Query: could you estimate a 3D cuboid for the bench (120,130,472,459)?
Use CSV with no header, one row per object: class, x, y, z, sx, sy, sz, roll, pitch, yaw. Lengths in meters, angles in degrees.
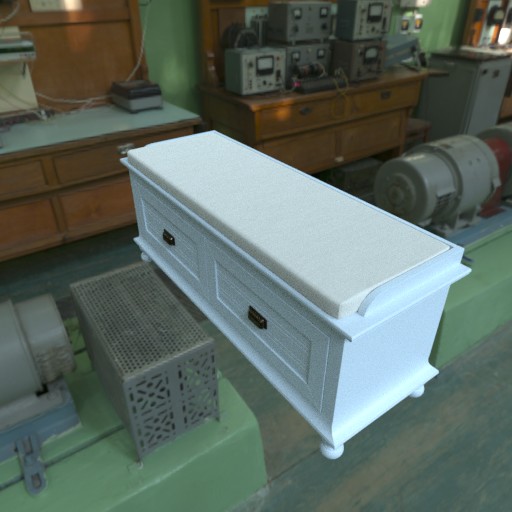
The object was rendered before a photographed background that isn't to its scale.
bench,0.000,0.000,1.456,0.402,0.486,1.185,-21,39,-29
